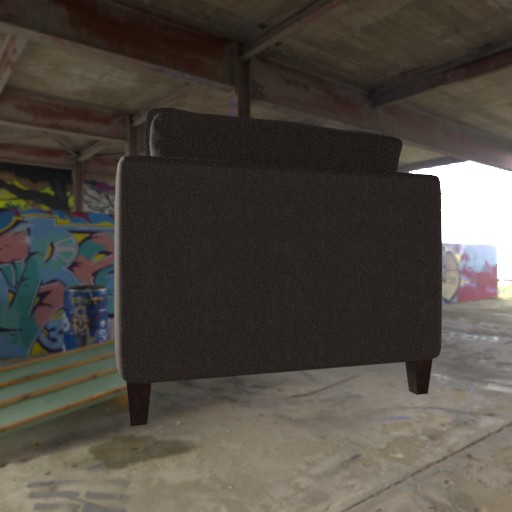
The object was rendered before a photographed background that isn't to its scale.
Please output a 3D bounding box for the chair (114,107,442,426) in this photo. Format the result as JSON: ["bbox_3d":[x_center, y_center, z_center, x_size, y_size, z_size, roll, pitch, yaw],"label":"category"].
[{"bbox_3d":[0.000,0.000,1.821,1.107,0.963,0.959,0,0,-17],"label":"chair"}]
